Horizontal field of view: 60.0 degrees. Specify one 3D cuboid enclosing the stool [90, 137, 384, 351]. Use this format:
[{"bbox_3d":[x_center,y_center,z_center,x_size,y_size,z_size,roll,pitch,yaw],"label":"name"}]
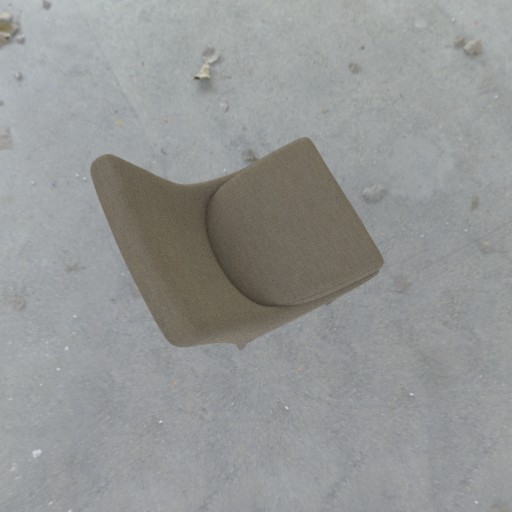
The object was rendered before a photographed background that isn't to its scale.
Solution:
[{"bbox_3d":[0.000,0.000,1.376,0.577,1.078,0.470,-27,77,-7],"label":"stool"}]
